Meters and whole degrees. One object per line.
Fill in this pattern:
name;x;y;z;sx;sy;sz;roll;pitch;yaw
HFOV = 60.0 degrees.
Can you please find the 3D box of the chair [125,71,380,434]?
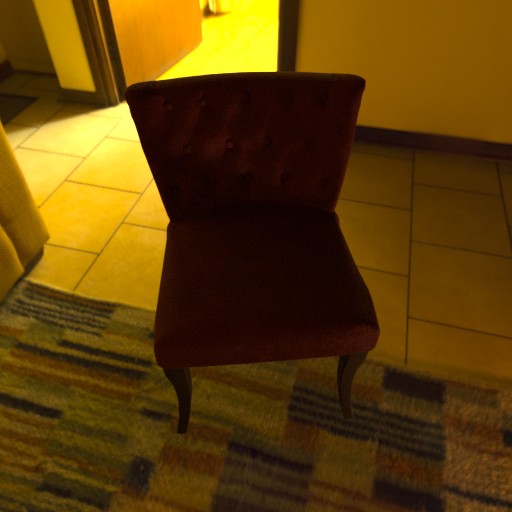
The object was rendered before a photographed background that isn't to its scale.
chair;0.000;0.000;1.170;0.582;0.750;0.605;-4;46;-4
